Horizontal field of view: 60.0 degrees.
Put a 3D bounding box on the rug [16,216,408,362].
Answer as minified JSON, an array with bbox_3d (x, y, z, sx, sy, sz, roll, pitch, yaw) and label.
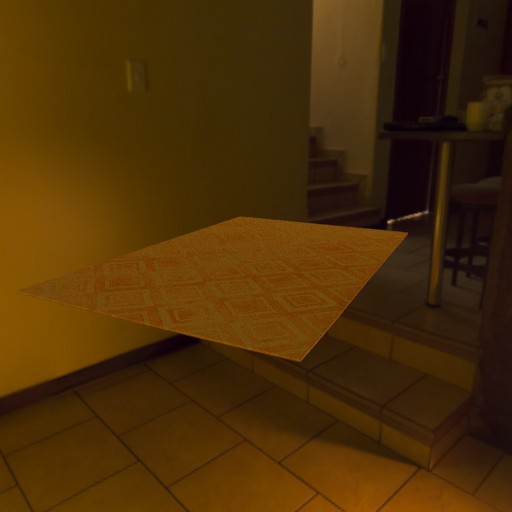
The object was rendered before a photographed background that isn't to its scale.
[{"bbox_3d":[0.000,0.000,2.268,1.213,0.010,1.829,8,17,26],"label":"rug"}]
